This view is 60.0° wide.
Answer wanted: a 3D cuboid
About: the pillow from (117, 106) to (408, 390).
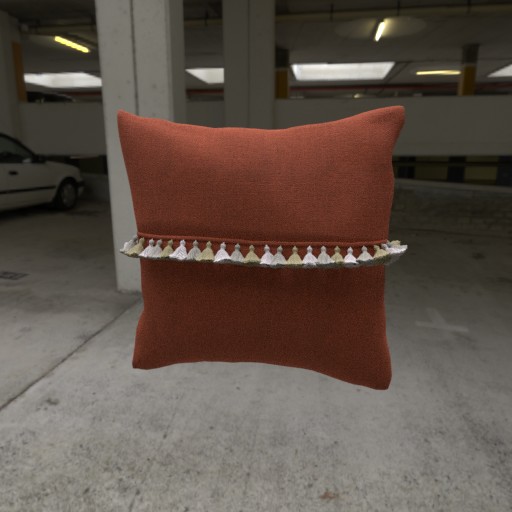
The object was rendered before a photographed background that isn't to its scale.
[{"bbox_3d":[0.000,0.000,0.753,0.490,0.482,0.165,2,14,9],"label":"pillow"}]
